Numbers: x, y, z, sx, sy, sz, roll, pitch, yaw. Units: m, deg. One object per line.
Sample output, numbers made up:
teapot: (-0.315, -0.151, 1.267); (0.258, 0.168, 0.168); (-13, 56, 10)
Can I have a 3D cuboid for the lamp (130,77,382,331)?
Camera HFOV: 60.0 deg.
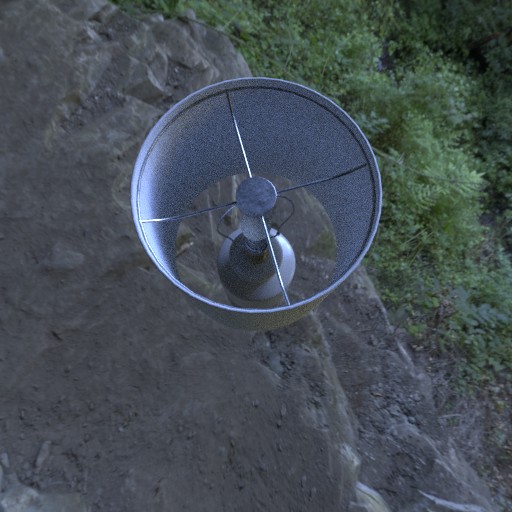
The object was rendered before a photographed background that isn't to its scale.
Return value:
lamp: (0.000, 0.000, 0.612); (0.212, 0.493, 0.212); (-15, 77, -4)
